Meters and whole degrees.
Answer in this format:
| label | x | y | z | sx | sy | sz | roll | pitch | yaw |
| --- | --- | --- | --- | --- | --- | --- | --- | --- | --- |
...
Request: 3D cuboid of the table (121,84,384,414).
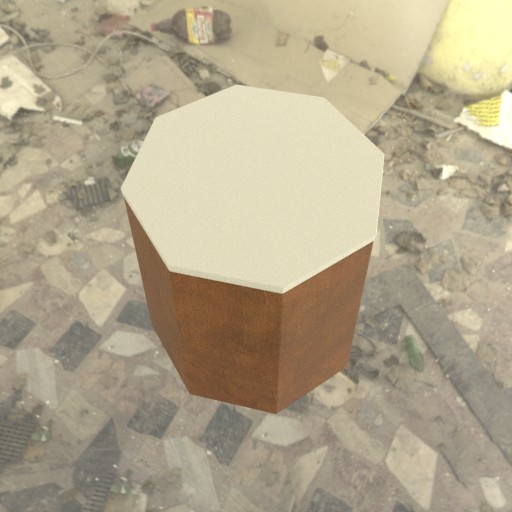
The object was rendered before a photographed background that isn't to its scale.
| label | x | y | z | sx | sy | sz | roll | pitch | yaw |
| --- | --- | --- | --- | --- | --- | --- | --- | --- | --- |
| table | 0.000 | 0.000 | 0.810 | 0.439 | 0.457 | 0.439 | -30 | 63 | -17 |
